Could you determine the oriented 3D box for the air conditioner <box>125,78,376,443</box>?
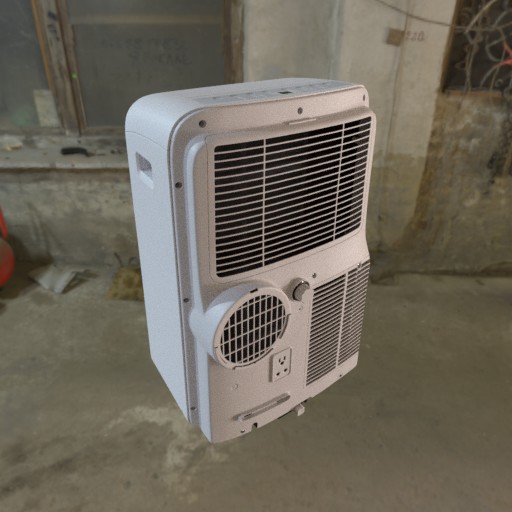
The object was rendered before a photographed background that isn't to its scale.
[{"bbox_3d":[0.000,0.000,0.960,0.454,0.700,0.365,-19,36,-30],"label":"air conditioner"}]
